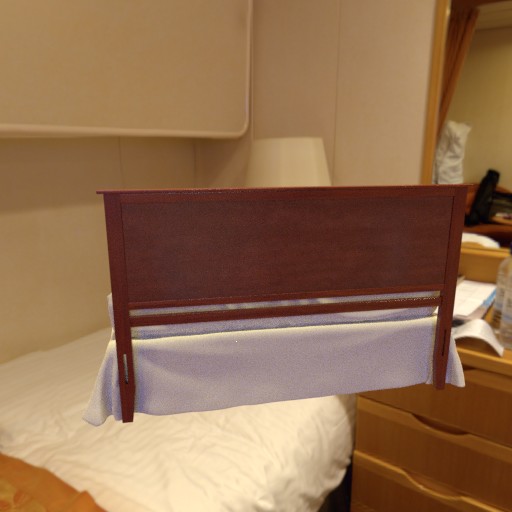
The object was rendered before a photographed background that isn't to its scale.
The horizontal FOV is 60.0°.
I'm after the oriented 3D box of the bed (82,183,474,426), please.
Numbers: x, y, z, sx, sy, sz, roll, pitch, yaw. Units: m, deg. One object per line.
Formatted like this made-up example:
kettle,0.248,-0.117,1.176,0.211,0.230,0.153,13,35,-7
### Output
bed,0.000,0.000,3.479,2.314,1.271,2.219,-3,14,-10
